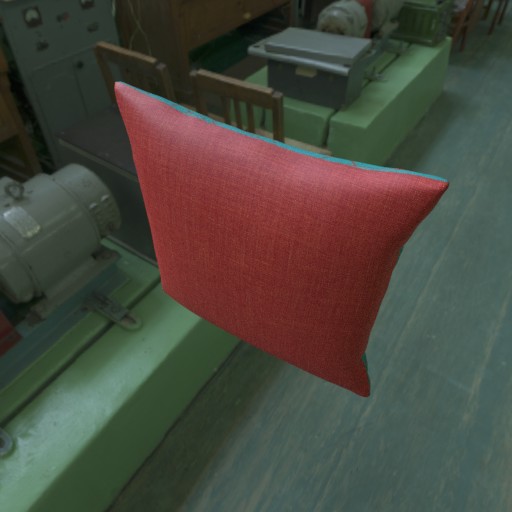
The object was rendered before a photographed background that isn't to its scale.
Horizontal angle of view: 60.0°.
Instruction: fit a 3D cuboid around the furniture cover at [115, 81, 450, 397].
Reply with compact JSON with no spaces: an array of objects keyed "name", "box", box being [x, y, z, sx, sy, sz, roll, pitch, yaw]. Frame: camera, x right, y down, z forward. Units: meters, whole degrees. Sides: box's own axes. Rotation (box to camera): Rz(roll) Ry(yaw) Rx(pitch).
[{"name":"furniture cover","box":[0.000,0.000,0.775,0.517,0.508,0.158,24,50,21]}]
